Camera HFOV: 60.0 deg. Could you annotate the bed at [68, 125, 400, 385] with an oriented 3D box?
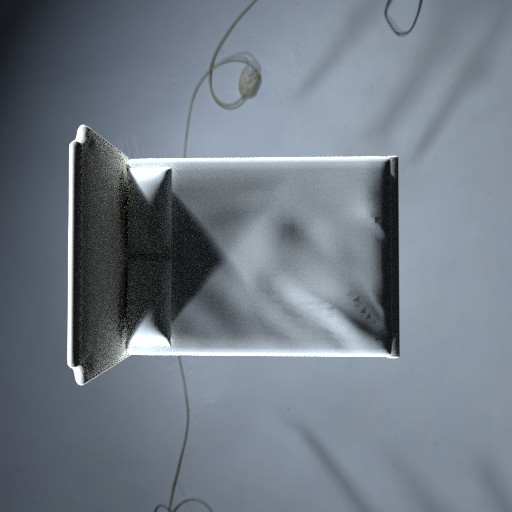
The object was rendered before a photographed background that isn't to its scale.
[{"bbox_3d":[0.000,0.000,3.455,2.365,1.443,1.712,0,89,2],"label":"bed"}]
